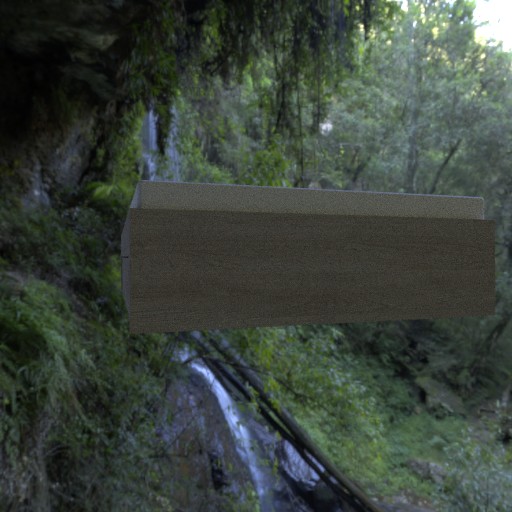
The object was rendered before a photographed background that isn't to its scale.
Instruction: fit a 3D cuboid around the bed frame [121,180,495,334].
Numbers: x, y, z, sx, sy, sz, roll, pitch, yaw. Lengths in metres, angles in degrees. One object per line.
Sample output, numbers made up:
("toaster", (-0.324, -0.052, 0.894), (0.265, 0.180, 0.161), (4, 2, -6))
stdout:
("bed frame", (0.000, 0.000, 2.532), (1.448, 0.490, 1.944), (0, 0, -18))
